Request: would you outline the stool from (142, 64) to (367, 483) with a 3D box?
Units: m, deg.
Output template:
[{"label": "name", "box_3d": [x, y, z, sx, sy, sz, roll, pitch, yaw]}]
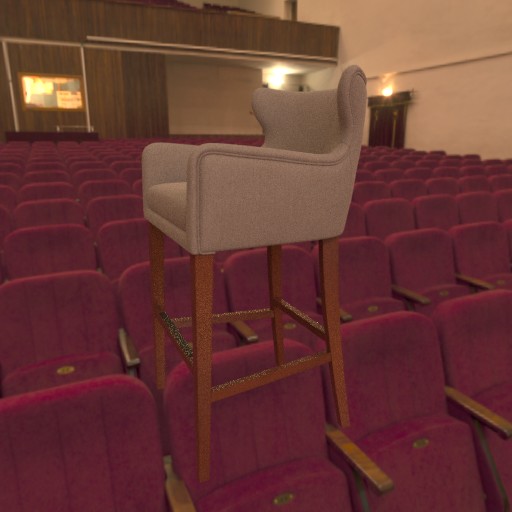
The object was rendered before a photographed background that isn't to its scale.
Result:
[{"label": "stool", "box_3d": [0.000, 0.000, 1.376, 0.575, 1.047, 0.575, -7, 16, -24]}]
